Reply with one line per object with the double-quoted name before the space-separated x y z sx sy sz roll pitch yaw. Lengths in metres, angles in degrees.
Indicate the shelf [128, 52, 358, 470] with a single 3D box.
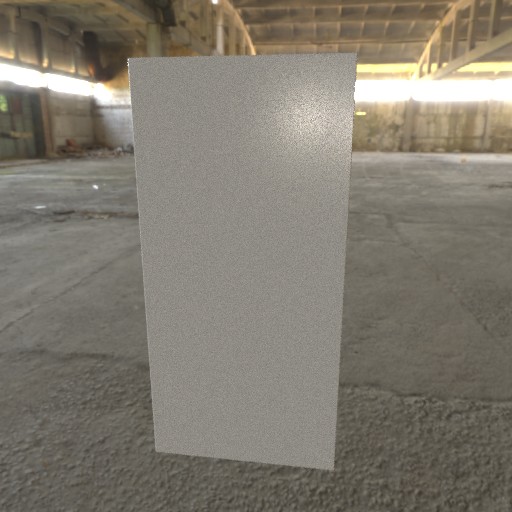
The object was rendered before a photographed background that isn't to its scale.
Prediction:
"shelf" 0.000 0.000 0.766 0.290 0.594 0.297 2 16 8
